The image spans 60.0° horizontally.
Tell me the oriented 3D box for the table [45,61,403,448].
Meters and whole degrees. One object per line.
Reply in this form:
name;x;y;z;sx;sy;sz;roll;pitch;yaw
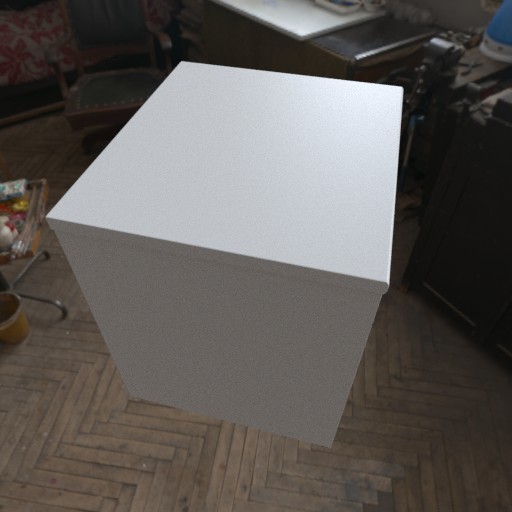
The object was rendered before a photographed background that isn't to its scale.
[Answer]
table;0.000;0.000;0.771;0.380;0.460;0.420;11;48;10
